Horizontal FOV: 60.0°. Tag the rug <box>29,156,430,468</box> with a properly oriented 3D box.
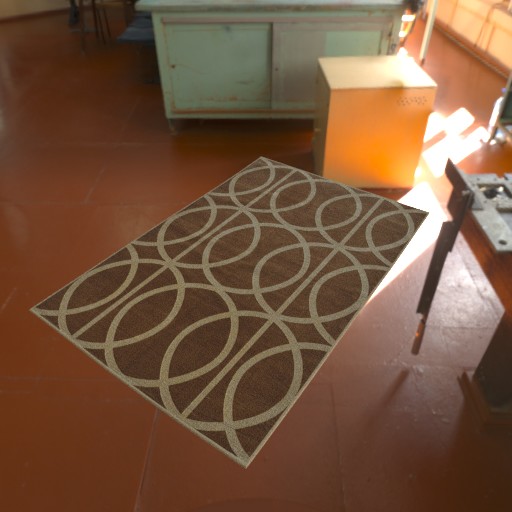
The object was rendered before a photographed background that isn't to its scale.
[{"bbox_3d":[0.000,0.000,2.860,1.526,0.014,2.290,24,45,26],"label":"rug"}]
